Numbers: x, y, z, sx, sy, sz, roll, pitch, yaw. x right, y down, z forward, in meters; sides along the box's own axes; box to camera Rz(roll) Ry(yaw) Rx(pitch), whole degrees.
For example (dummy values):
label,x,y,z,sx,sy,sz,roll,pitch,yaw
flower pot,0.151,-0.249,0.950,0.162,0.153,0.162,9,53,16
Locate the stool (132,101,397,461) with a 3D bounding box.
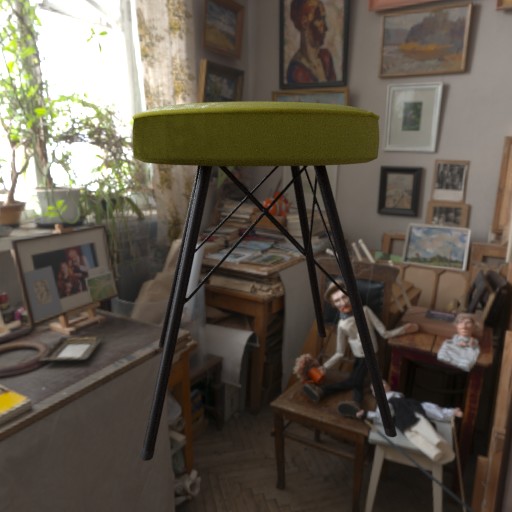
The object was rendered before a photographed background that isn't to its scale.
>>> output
label,x,y,z,sx,sy,sz,roll,pitch,yaw
stool,0.000,0.000,0.808,0.409,0.508,0.409,-2,14,-8
